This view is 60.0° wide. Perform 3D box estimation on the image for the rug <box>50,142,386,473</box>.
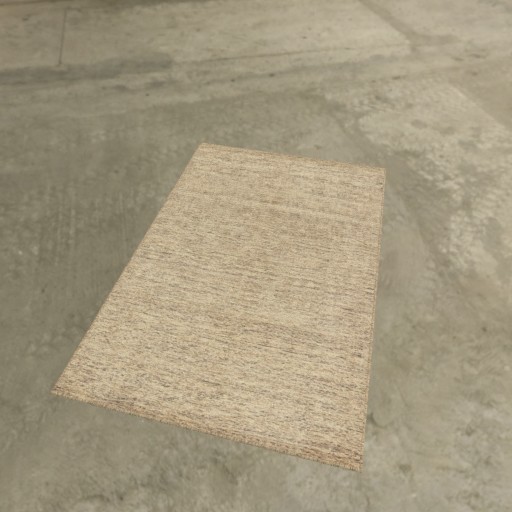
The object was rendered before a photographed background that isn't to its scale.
[{"bbox_3d":[0.000,0.000,2.240,1.211,0.018,1.822,10,48,9],"label":"rug"}]
